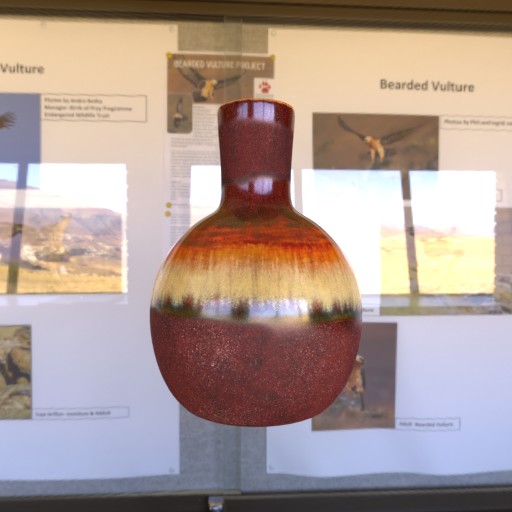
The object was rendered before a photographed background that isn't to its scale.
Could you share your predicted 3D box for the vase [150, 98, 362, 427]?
[{"bbox_3d":[0.000,0.000,0.237,0.111,0.154,0.111,0,1,0],"label":"vase"}]
